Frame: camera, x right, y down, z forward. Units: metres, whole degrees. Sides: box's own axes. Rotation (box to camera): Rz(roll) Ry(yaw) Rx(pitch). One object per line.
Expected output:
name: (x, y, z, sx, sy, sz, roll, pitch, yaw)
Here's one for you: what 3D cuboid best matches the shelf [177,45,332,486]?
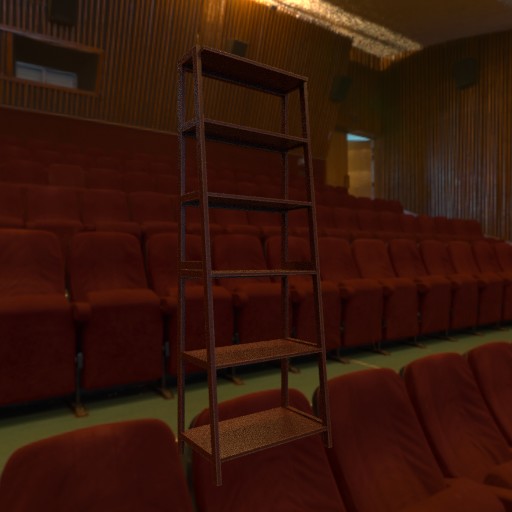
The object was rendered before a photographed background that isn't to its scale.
shelf: (0.000, 0.000, 2.170, 0.660, 1.892, 0.381, 0, 0, -35)
